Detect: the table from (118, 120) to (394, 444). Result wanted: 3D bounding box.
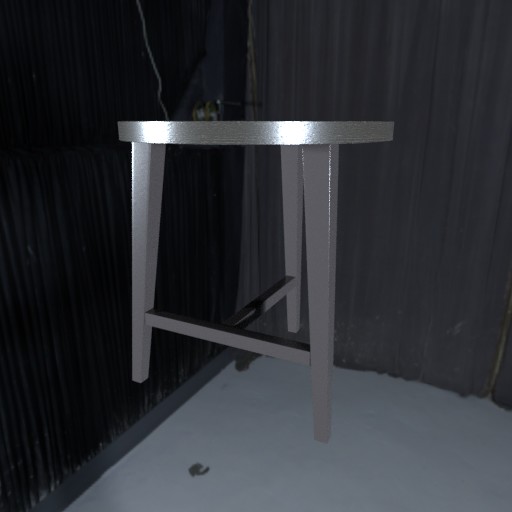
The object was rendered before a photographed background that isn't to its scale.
[{"bbox_3d":[0.000,0.000,0.913,0.500,0.531,0.500,0,17,0],"label":"table"}]
